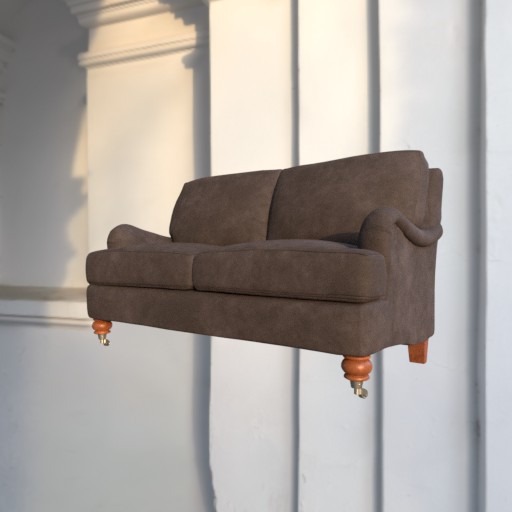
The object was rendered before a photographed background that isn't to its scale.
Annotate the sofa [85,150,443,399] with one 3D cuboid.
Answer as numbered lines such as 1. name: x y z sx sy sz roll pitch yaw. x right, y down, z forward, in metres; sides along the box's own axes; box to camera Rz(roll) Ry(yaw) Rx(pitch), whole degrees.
1. sofa: 0.000 0.000 2.536 1.853 1.101 1.084 0 0 37
